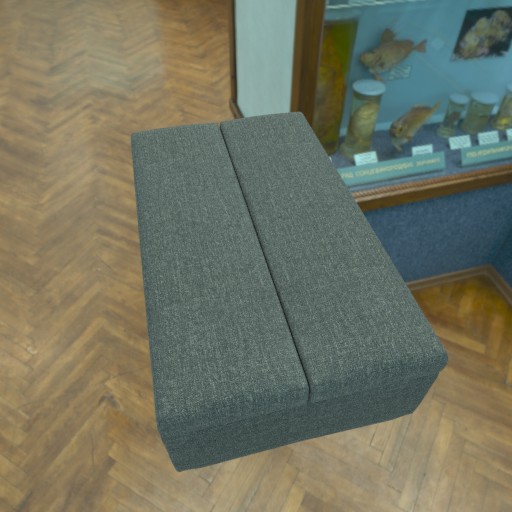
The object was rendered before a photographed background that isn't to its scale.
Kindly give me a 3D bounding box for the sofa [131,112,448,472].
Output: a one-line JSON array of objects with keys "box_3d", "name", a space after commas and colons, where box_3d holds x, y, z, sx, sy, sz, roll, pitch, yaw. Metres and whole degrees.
[{"box_3d": [0.000, 0.000, 1.566, 0.782, 0.417, 1.198, -10, 48, -9], "name": "sofa"}]
